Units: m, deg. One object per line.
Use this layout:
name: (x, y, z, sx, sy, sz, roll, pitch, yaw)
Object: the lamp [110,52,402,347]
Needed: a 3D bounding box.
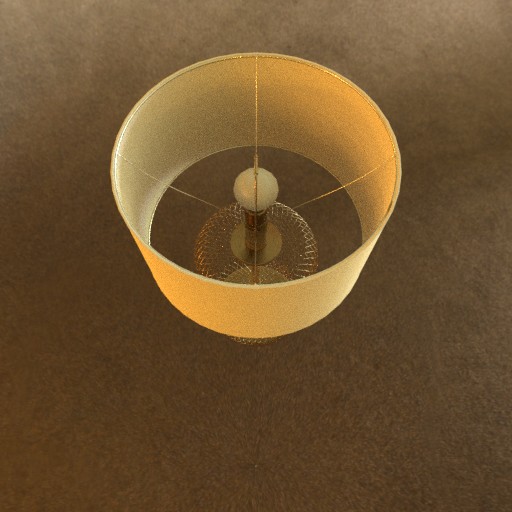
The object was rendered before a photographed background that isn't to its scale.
lamp: (0.000, 0.000, 0.802, 0.353, 0.578, 0.353, 0, 65, 0)
